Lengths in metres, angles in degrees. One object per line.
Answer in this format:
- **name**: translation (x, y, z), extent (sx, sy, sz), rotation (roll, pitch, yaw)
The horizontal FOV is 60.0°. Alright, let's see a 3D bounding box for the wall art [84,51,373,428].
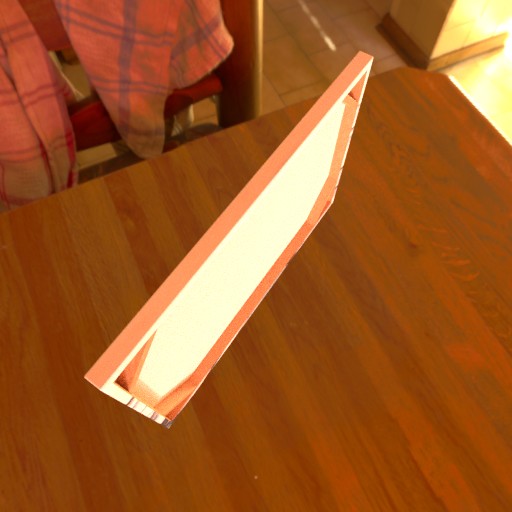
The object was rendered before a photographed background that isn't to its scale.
- **wall art**: translation (0.000, 0.000, 1.139), extent (0.039, 0.609, 0.914), rotation (32, 68, 15)
